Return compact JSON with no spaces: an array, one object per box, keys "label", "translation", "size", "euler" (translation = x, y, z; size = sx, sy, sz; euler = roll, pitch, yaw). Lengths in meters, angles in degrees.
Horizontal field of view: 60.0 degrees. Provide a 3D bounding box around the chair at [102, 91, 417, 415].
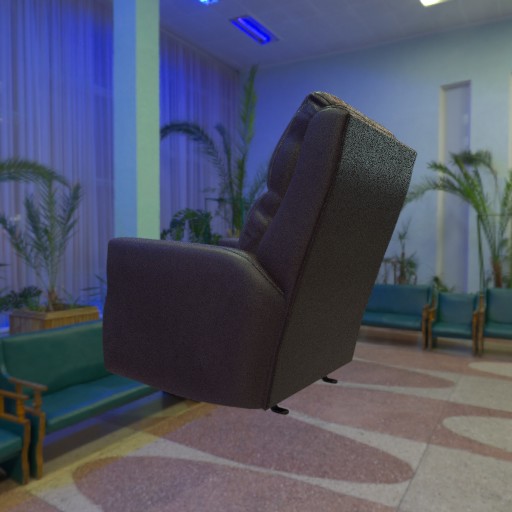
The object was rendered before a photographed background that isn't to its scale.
[{"label":"chair","translation":[0.000,0.000,1.774],"size":[1.080,1.030,0.829],"euler":[1,2,35]}]
